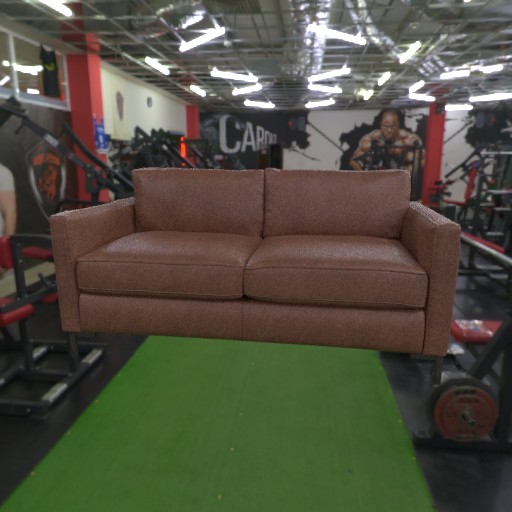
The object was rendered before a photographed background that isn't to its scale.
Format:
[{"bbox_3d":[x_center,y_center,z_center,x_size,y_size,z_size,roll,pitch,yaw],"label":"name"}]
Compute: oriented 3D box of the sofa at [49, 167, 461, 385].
[{"bbox_3d":[0.000,0.000,2.296,1.797,0.883,0.899,2,13,8],"label":"sofa"}]
